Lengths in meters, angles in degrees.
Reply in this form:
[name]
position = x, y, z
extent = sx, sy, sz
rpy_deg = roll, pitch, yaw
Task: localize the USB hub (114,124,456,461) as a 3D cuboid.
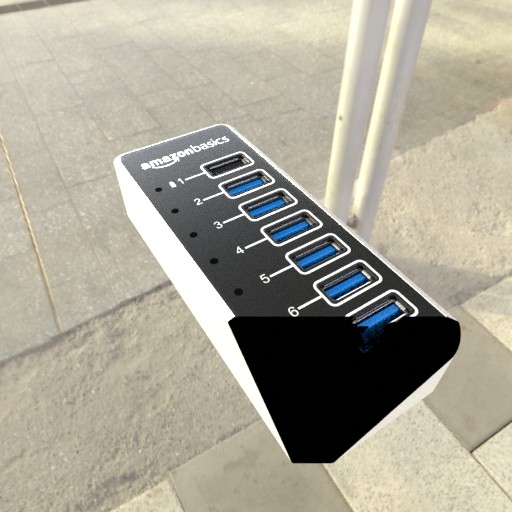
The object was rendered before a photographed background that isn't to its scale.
[USB hub]
position = 0.000, 0.000, 0.129
extent = 0.044, 0.023, 0.110
rpy_deg = -25, 51, -22
